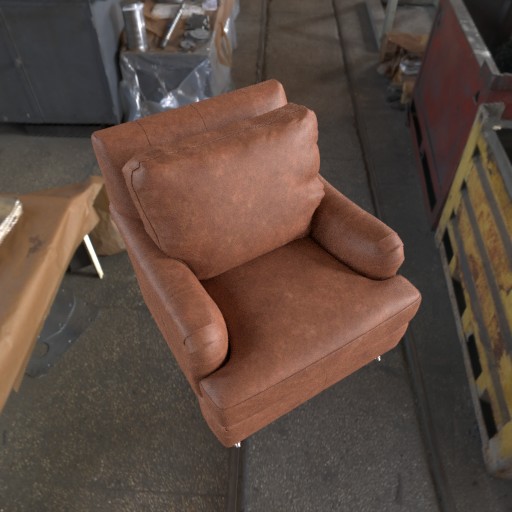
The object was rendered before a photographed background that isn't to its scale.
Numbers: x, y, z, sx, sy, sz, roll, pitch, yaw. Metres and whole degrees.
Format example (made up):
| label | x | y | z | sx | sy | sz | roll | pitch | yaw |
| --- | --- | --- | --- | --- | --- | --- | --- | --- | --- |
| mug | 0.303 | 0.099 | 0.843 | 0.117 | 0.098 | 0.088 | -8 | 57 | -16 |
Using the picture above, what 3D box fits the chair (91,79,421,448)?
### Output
| label | x | y | z | sx | sy | sz | roll | pitch | yaw |
| --- | --- | --- | --- | --- | --- | --- | --- | --- | --- |
| chair | 0.000 | 0.000 | 1.961 | 0.986 | 1.055 | 1.158 | -24 | 53 | -20 |
